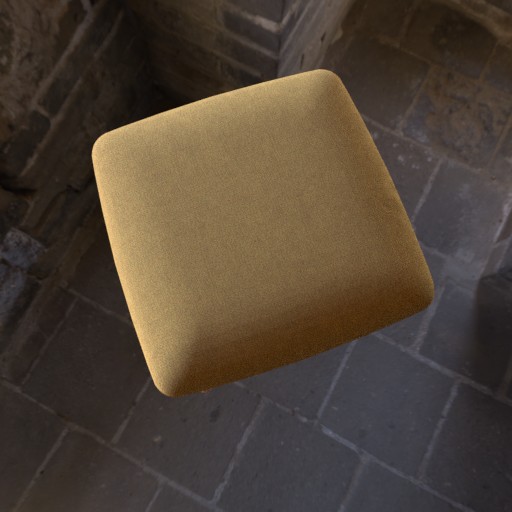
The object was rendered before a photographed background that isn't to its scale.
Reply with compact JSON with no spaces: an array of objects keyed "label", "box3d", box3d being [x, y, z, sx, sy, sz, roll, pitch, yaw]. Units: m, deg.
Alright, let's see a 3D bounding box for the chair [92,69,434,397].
[{"label":"chair","box3d":[0.000,0.000,0.705,0.350,0.440,0.350,-18,76,-5]}]
